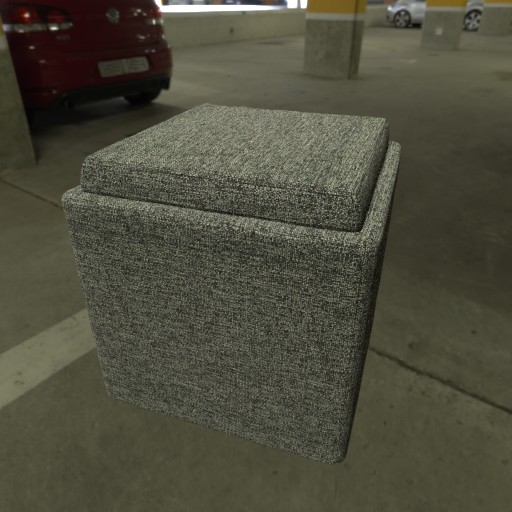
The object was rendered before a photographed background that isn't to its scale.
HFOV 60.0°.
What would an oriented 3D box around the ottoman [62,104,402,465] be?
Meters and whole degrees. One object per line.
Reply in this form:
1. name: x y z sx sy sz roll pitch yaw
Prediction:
1. ottoman: 0.000 0.000 0.824 0.450 0.463 0.450 10 32 17
